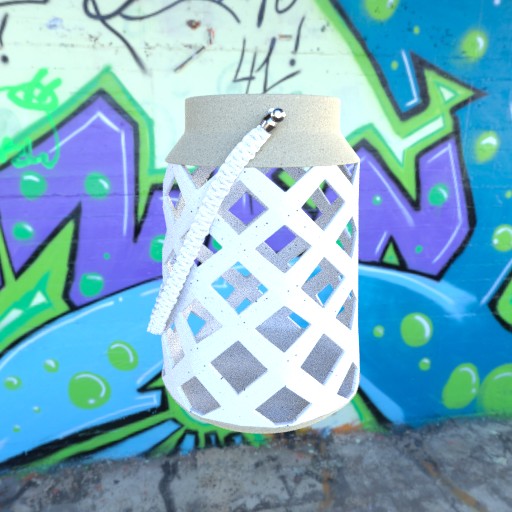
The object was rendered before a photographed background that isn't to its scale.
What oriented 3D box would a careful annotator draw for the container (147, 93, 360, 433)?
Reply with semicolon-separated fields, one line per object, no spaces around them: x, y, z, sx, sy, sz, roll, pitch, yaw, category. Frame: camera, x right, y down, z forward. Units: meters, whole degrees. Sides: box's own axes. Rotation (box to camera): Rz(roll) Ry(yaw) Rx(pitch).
0.000;0.000;0.396;0.198;0.264;0.188;-3;16;-10;container
